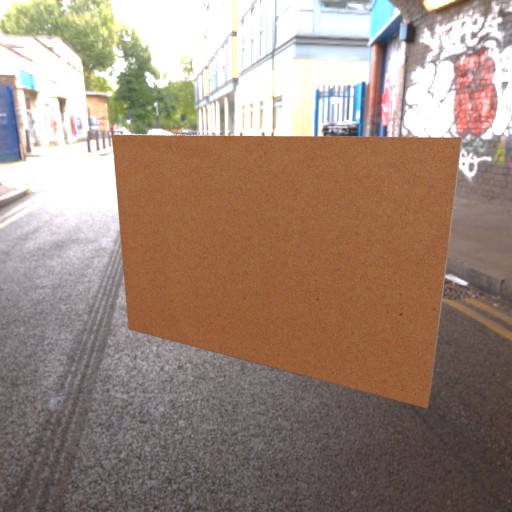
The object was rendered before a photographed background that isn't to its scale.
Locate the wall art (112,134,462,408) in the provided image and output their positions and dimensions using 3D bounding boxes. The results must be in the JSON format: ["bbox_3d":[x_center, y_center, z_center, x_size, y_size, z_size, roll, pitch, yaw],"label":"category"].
[{"bbox_3d":[0.000,0.000,0.780,0.615,0.410,0.021,8,18,26],"label":"wall art"}]
